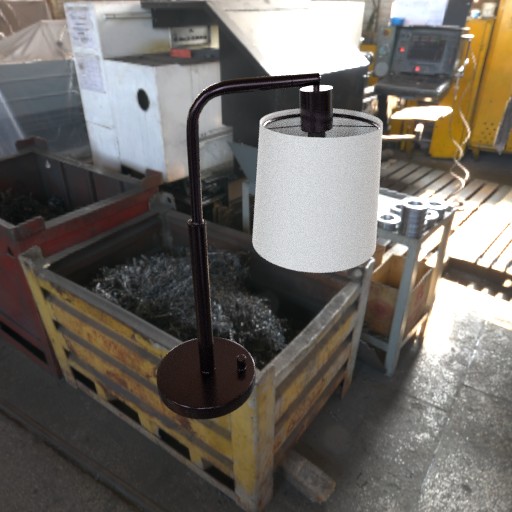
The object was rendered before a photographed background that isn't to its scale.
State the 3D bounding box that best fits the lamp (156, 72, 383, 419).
[{"bbox_3d":[0.000,0.000,0.634,0.333,0.489,0.171,-1,30,-2],"label":"lamp"}]
